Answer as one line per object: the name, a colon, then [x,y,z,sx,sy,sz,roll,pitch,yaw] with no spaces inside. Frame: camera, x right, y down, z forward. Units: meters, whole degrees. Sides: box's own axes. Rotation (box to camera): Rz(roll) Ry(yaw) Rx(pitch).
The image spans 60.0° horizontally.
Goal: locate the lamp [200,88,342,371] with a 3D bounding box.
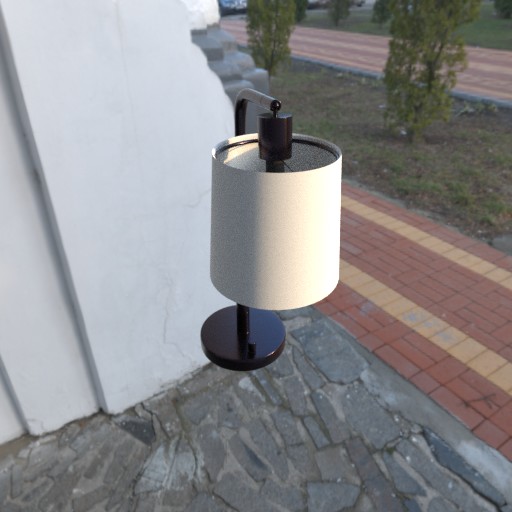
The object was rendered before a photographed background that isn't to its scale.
lamp: [0.000,0.000,0.673,0.171,0.489,0.333,-9,33,-15]
